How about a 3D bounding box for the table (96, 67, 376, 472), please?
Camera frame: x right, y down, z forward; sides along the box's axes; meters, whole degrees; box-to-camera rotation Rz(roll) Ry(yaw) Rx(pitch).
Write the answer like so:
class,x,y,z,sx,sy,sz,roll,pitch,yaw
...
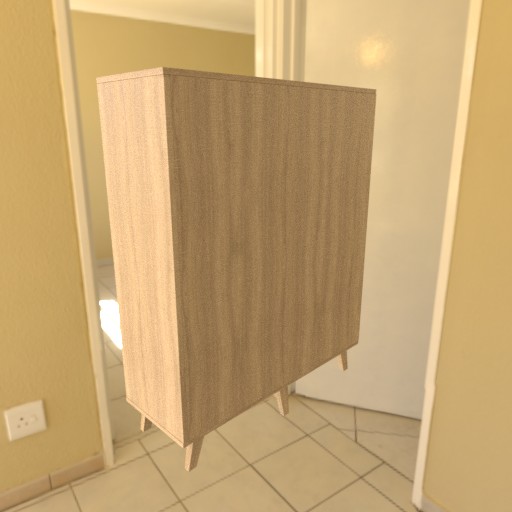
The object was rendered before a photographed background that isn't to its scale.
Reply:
class,x,y,z,sx,sy,sz,roll,pitch,yaw
table,0.000,0.000,1.914,1.111,1.388,0.398,-16,22,-43
